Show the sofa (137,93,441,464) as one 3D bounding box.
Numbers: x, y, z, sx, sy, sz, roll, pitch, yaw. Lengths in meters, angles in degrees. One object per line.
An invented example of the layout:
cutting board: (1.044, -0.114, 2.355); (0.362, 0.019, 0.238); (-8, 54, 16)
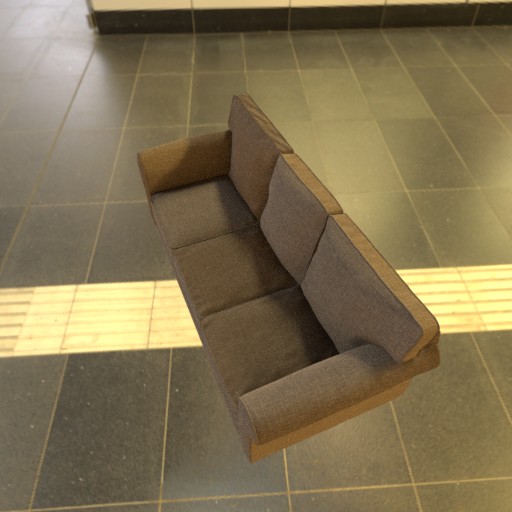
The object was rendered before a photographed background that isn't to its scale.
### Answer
sofa: (0.000, 0.000, 2.584); (0.916, 0.961, 2.084); (-18, 50, -15)
